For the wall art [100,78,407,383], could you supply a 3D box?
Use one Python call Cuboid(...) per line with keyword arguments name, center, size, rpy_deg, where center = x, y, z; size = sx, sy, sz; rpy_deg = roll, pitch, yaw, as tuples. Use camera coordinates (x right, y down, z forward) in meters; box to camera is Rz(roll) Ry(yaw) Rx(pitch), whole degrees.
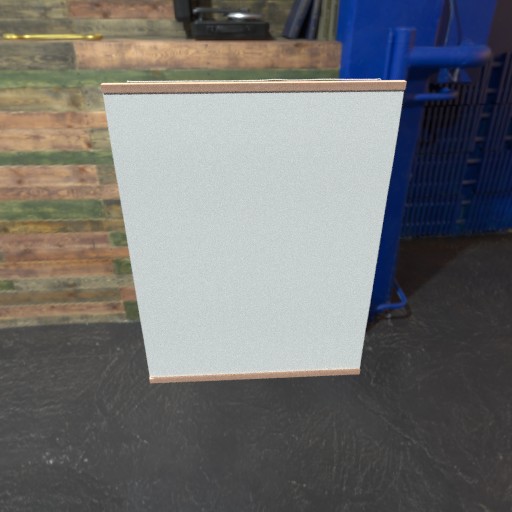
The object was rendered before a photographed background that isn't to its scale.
Cuboid(name="wall art", center=(0.000, 0.000, 1.354), size=(0.758, 1.013, 0.020), rpy_deg=(-2, 30, -3))
